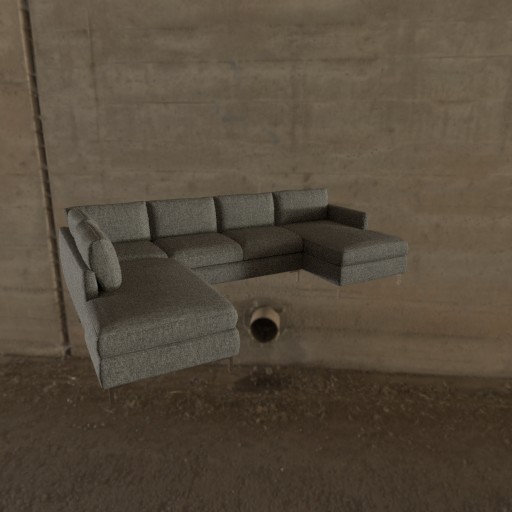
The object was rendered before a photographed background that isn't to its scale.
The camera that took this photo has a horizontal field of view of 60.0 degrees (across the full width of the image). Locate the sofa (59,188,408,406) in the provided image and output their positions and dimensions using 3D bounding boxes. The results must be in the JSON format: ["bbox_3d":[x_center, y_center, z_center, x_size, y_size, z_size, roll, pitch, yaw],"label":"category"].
[{"bbox_3d":[0.000,0.000,3.503,2.737,0.756,1.879,-9,18,-27],"label":"sofa"}]
